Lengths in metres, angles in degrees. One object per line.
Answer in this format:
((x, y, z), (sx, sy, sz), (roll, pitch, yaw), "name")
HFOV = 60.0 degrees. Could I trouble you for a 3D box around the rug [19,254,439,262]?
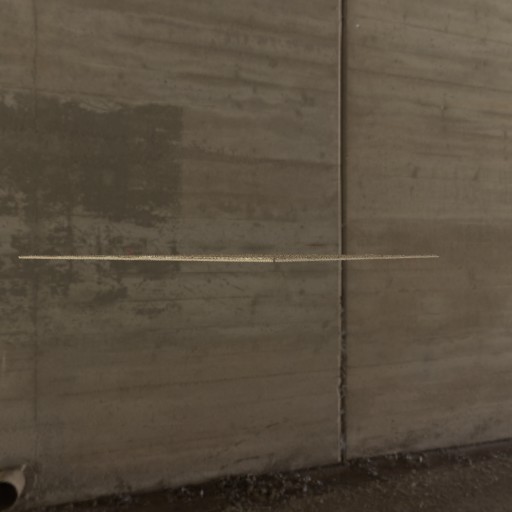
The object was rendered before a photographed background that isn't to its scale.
((0.000, 0.000, 4.015), (2.429, 0.030, 3.052), (0, 1, 36), "rug")
